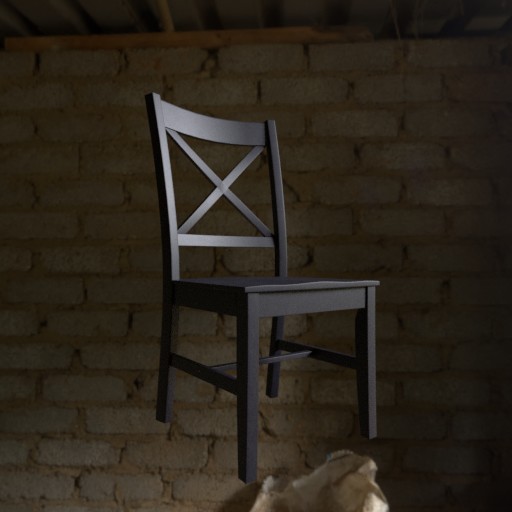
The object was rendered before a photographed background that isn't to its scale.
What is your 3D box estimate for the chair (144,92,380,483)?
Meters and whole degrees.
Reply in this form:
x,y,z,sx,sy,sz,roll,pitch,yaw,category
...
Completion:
x,y,z,sx,sy,sz,roll,pitch,yaw,category
0.000,0.000,1.291,0.485,0.983,0.542,0,0,-36,chair
